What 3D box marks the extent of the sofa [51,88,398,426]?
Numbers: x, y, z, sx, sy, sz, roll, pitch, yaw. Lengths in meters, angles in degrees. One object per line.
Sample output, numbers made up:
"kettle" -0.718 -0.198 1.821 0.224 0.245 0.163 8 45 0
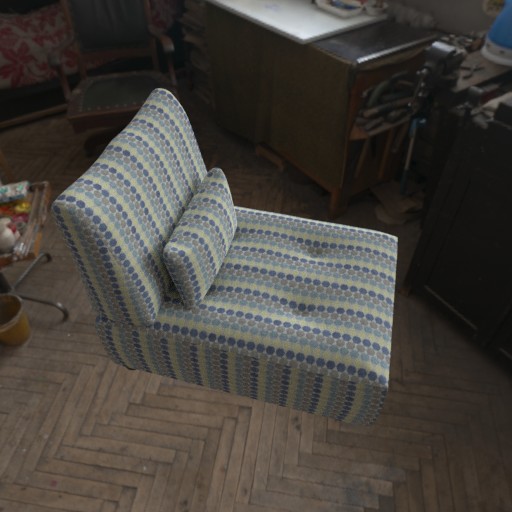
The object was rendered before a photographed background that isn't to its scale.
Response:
"sofa" 0.000 0.000 1.561 1.000 0.820 0.700 11 48 10
